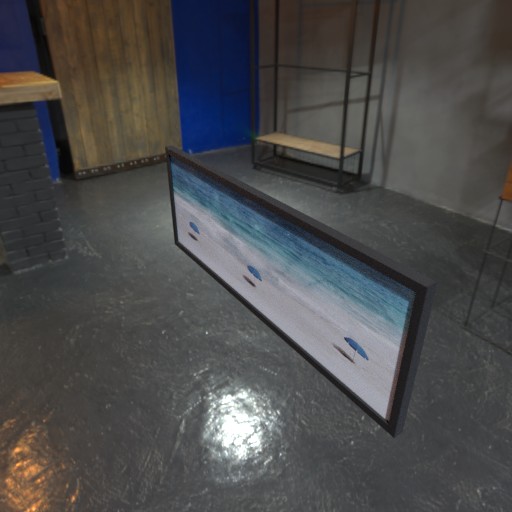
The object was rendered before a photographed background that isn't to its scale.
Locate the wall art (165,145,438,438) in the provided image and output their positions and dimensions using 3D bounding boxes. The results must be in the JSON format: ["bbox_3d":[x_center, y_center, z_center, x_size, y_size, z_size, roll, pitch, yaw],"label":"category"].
[{"bbox_3d":[0.000,0.000,1.811,0.041,0.554,1.572,-18,34,-30],"label":"wall art"}]
